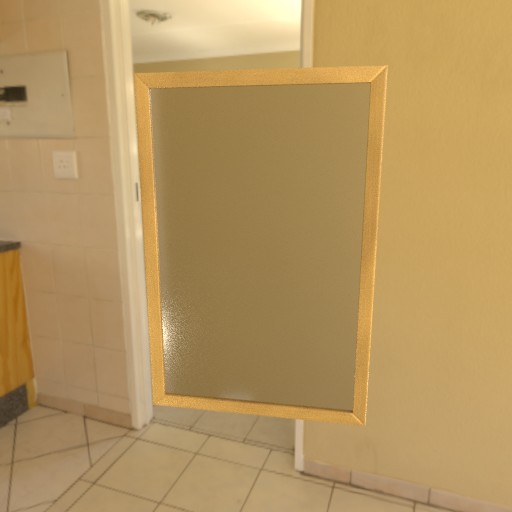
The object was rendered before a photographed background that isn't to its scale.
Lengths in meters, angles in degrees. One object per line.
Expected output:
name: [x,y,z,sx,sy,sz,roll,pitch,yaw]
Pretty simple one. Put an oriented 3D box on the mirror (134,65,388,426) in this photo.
mirror: [0.000,0.000,1.170,0.609,0.915,0.040,2,13,10]
